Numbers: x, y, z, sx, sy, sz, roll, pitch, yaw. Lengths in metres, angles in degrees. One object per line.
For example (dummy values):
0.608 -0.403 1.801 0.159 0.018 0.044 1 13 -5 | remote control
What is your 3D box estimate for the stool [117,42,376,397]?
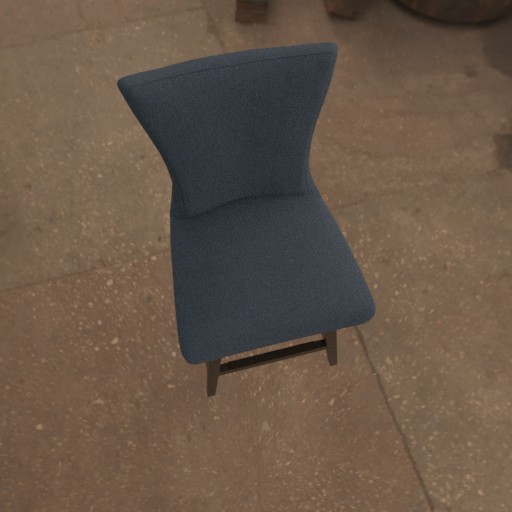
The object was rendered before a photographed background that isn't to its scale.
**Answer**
0.000 0.000 1.316 0.514 1.000 0.574 -12 64 -6 | stool
